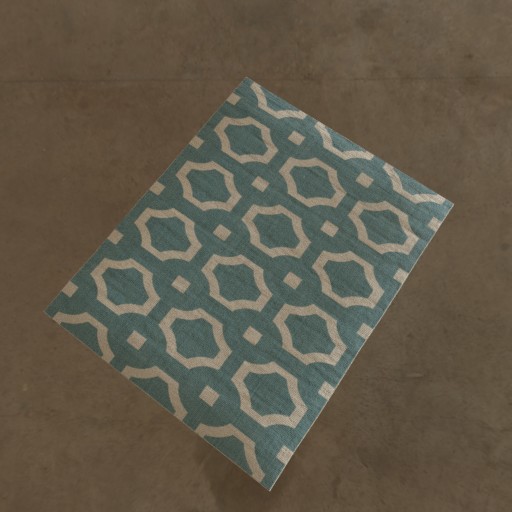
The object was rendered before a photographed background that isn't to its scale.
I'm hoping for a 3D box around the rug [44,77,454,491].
[{"bbox_3d":[0.000,0.000,4.082,2.466,0.021,3.049,35,76,10],"label":"rug"}]
